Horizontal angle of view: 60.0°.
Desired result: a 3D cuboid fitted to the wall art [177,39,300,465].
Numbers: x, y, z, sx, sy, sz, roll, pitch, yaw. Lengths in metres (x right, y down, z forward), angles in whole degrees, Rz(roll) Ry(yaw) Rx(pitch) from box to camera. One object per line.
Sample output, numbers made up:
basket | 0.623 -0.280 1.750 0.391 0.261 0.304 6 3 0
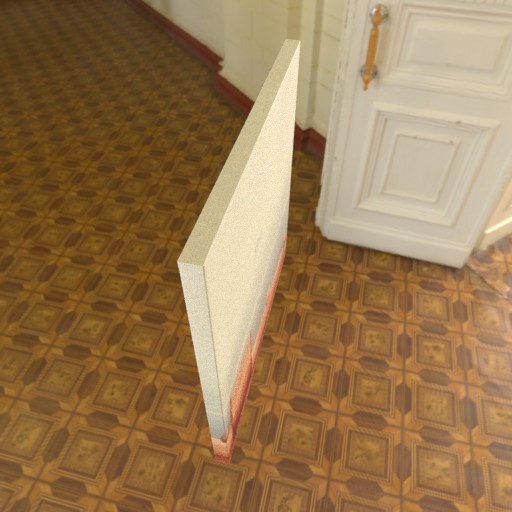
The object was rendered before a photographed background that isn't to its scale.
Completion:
wall art | 0.000 0.000 0.591 0.023 0.405 0.405 10 48 9
